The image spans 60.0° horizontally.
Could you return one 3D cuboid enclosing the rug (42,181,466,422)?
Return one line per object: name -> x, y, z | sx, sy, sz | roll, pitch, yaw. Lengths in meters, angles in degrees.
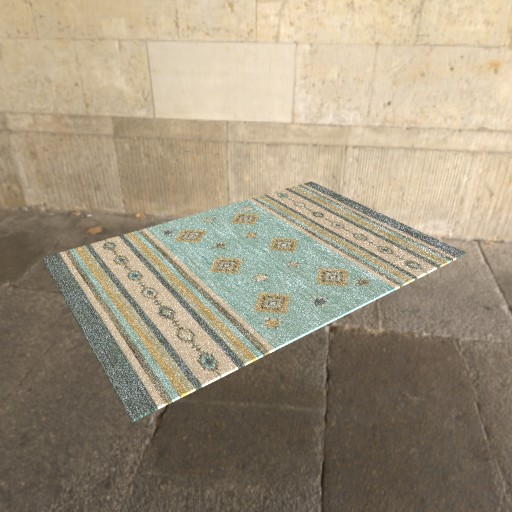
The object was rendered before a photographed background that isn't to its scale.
rug -> 0.000, 0.000, 2.275 | 1.811, 0.010, 1.212 | -20, 36, -29
